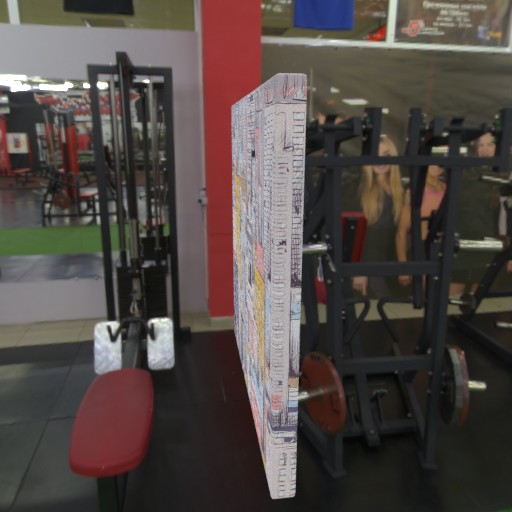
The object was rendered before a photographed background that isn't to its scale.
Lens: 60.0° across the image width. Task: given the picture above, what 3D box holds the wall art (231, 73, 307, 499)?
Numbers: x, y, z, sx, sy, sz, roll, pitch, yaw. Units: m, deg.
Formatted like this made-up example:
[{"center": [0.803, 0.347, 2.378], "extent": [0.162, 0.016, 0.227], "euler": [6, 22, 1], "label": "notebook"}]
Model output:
[{"center": [0.000, 0.000, 1.114], "extent": [0.048, 0.762, 0.761], "euler": [-2, 15, -8], "label": "wall art"}]
